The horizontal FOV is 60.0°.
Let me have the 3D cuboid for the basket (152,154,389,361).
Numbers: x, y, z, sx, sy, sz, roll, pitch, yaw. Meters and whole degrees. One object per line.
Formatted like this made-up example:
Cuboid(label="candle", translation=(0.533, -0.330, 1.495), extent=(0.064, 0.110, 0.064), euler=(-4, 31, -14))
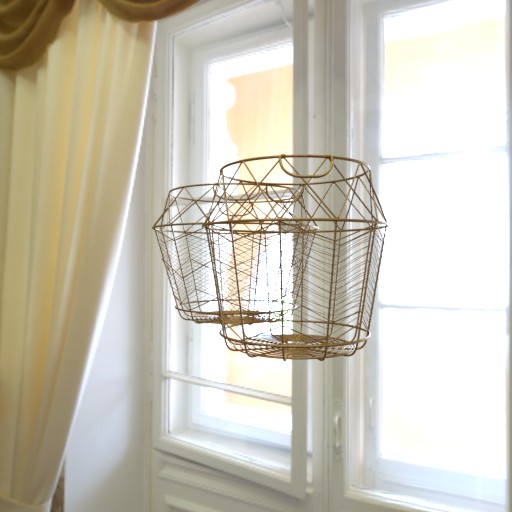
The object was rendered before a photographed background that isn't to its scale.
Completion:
Cuboid(label="basket", translation=(0.000, 0.000, 1.050), extent=(0.451, 0.343, 0.805), euler=(0, 0, -18))
